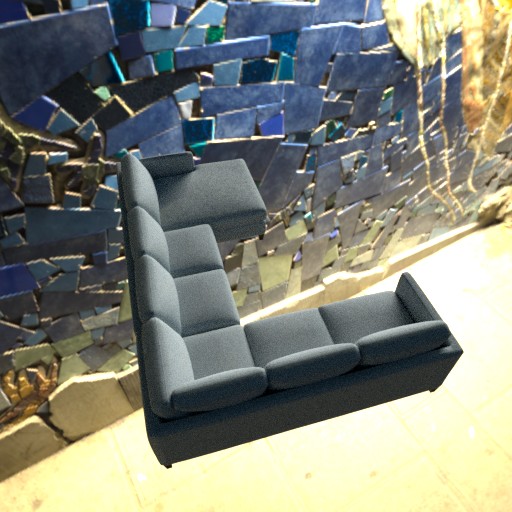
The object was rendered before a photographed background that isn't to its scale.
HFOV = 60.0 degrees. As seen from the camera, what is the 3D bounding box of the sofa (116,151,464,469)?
[{"bbox_3d":[0.000,0.000,4.568,2.551,0.889,3.403,-12,48,-11],"label":"sofa"}]
